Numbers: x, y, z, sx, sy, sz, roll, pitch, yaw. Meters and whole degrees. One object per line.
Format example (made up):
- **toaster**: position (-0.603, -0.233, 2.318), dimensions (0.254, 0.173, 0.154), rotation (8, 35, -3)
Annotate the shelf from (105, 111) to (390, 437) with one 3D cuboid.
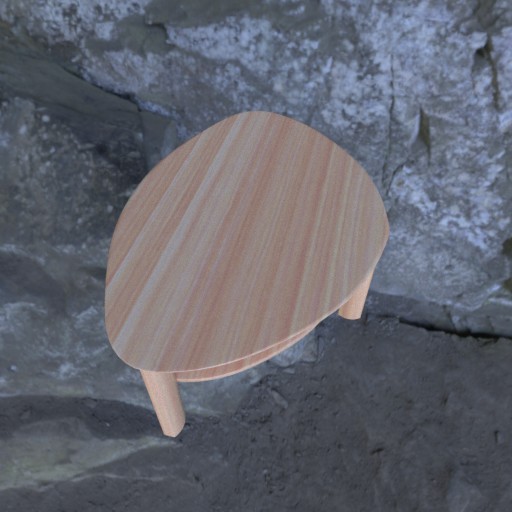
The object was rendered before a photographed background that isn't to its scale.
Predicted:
- **shelf**: position (0.000, 0.000, 1.590), dimensions (0.845, 0.440, 1.246), rotation (10, 47, 10)
